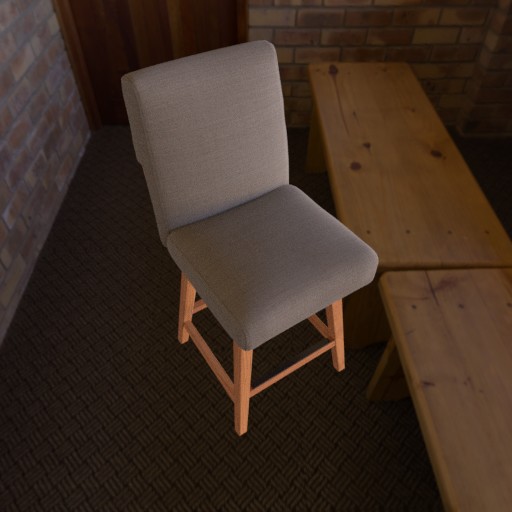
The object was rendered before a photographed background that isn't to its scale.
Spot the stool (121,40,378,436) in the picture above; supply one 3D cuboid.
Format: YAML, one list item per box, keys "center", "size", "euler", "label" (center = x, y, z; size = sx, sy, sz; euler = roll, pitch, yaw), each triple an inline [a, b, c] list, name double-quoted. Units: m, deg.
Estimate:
- center: [0.000, 0.000, 1.327]
  size: [0.459, 1.019, 0.570]
  euler: [-25, 51, -23]
  label: "stool"
